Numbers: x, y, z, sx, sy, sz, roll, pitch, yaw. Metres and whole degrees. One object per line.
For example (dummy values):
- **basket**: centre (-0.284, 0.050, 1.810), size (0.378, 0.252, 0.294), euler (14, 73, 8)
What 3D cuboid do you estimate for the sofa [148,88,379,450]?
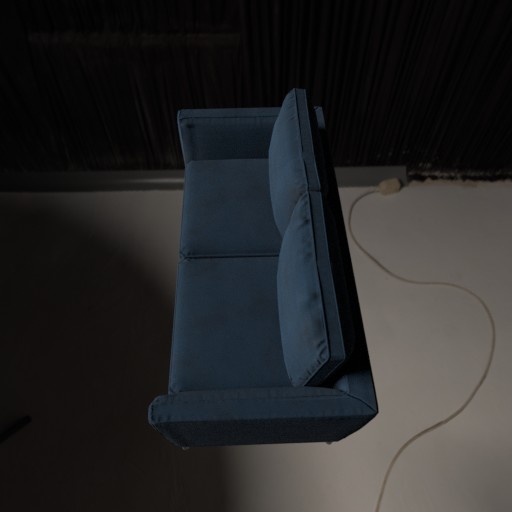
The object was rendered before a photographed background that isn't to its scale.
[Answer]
- **sofa**: centre (0.000, 0.000, 2.302), size (0.853, 1.002, 1.770), euler (-2, 56, -1)
